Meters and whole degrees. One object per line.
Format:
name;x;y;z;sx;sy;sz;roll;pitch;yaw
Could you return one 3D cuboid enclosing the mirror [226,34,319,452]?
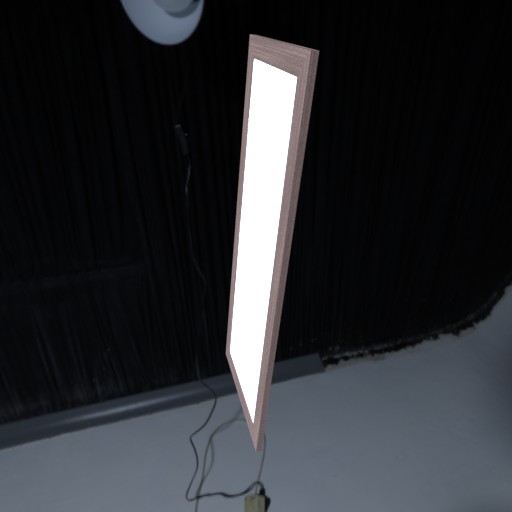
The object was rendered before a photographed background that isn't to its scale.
mirror;0.000;0.000;2.310;0.221;2.020;0.812;-8;31;-13
